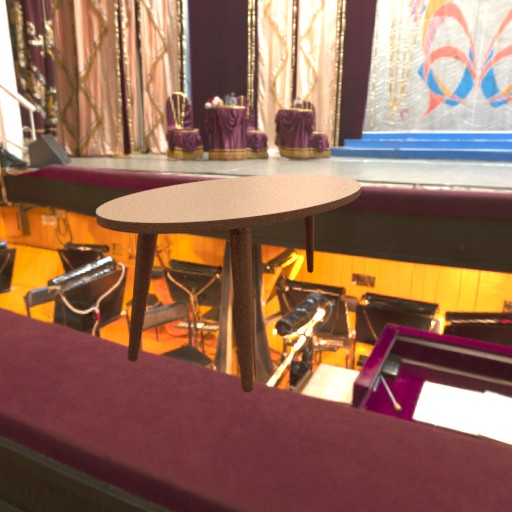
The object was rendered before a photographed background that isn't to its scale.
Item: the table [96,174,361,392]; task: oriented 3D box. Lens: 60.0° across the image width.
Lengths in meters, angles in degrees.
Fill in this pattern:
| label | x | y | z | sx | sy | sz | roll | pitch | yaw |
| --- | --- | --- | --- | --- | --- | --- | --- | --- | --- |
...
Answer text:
| label | x | y | z | sx | sy | sz | roll | pitch | yaw |
| --- | --- | --- | --- | --- | --- | --- | --- | --- | --- |
| table | 0.000 | 0.000 | 1.301 | 0.542 | 0.390 | 1.083 | 7 | 17 | 25 |
